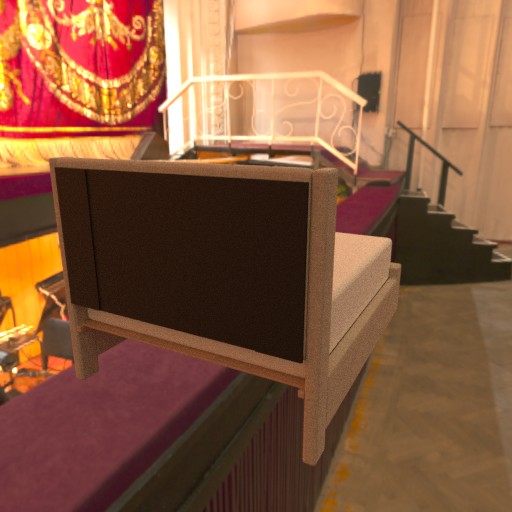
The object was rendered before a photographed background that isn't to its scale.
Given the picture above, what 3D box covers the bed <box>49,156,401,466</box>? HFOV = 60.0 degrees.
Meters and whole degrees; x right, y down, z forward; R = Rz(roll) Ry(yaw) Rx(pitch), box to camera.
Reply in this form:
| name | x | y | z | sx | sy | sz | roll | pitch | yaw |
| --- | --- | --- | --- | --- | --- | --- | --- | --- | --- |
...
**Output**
| name | x | y | z | sx | sy | sz | roll | pitch | yaw |
| --- | --- | --- | --- | --- | --- | --- | --- | --- | --- |
| bed | 0.000 | 0.000 | 3.831 | 2.045 | 1.743 | 2.370 | 9 | 18 | 27 |
